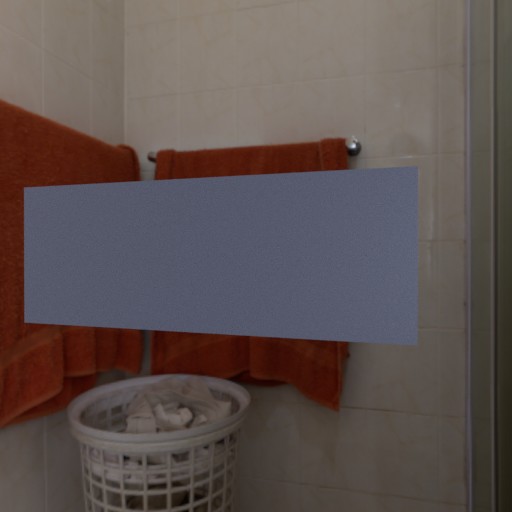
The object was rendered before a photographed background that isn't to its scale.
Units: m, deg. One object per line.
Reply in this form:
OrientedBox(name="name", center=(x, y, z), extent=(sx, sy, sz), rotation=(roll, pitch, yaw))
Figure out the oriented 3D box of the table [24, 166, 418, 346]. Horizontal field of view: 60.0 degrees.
OrientedBox(name="table", center=(0.000, 0.000, 1.221), extent=(0.801, 0.299, 0.801), rotation=(0, 0, 17))
